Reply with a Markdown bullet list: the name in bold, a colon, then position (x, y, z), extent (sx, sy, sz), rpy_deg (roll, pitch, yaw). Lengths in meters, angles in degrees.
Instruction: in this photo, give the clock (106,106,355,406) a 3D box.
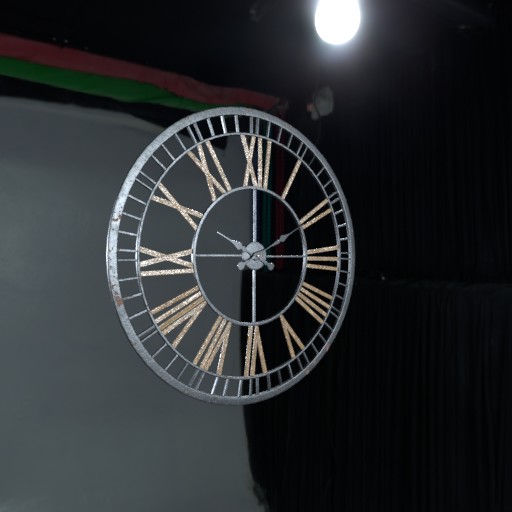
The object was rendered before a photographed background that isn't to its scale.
- **clock**: position (0.000, 0.000, 1.270), extent (0.843, 0.843, 0.025), rpy_deg (0, 0, -36)
